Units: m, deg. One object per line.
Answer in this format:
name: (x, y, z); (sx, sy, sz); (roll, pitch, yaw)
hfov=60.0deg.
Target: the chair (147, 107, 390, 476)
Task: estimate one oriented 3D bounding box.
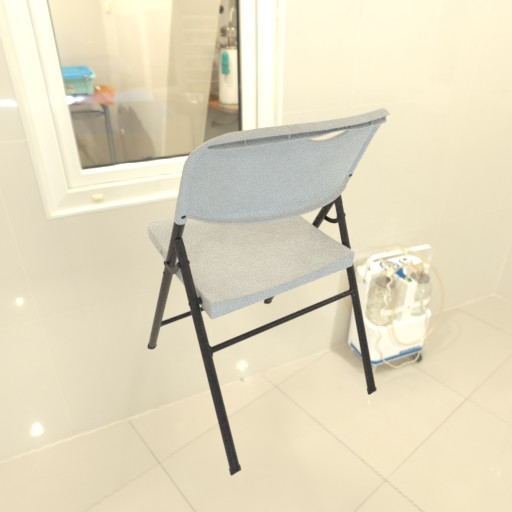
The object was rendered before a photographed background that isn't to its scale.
chair: (0.000, 0.000, 1.171); (0.494, 0.810, 0.566); (-18, 34, -28)
